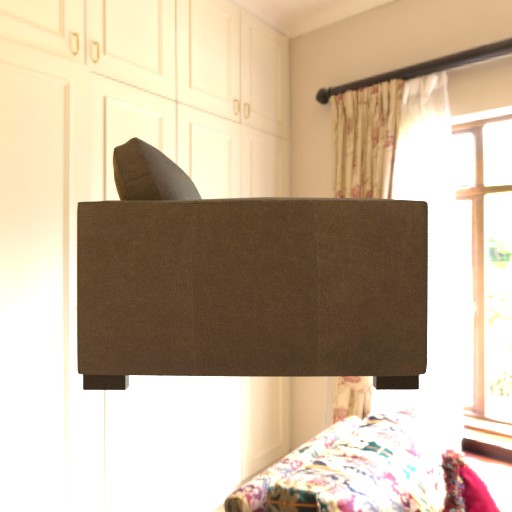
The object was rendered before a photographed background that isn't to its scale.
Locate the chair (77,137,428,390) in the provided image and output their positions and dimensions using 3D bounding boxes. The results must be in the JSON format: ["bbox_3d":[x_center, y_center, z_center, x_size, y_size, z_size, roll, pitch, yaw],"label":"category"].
[{"bbox_3d":[0.000,0.000,1.835,1.080,0.807,1.106,0,0,1],"label":"chair"}]
